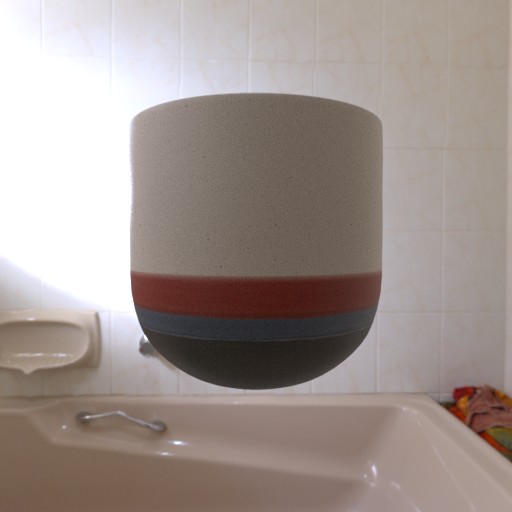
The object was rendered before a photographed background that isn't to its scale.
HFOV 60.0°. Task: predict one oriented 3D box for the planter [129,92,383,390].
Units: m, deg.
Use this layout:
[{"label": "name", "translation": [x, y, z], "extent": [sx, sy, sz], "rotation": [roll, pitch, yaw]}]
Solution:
[{"label": "planter", "translation": [0.000, 0.000, 0.489], "extent": [0.268, 0.270, 0.268], "rotation": [0, 2, 0]}]
